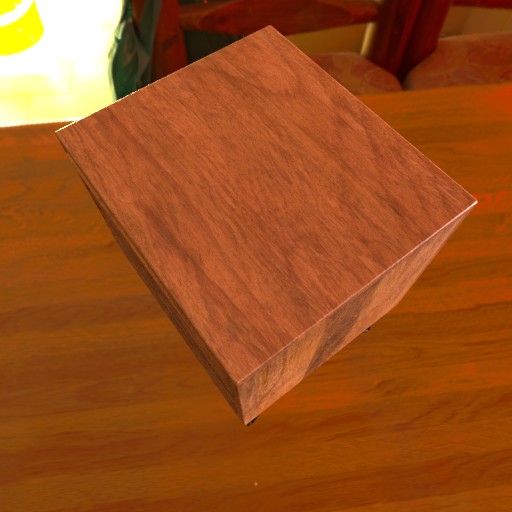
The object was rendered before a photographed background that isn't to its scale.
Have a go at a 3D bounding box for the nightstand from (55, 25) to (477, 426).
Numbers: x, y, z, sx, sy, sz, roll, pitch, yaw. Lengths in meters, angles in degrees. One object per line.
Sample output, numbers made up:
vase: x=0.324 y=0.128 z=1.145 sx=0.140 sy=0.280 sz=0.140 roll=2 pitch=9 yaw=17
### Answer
nightstand: x=0.000 y=0.000 z=0.871 sx=0.406 sy=0.559 sz=0.457 roll=-34 pitch=68 yaw=-16
